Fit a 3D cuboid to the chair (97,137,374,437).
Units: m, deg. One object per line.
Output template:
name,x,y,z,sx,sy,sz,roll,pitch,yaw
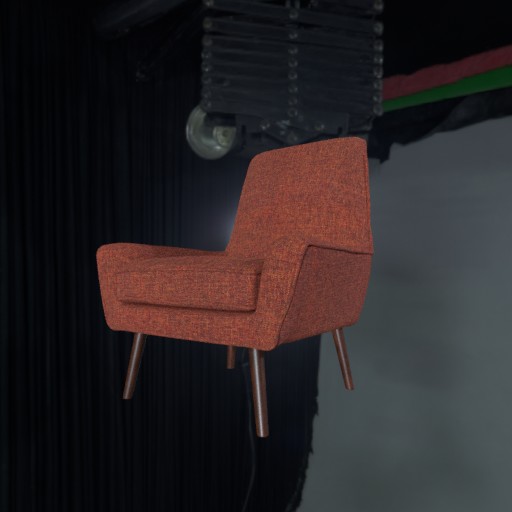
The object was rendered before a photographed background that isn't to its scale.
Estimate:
chair,0.000,0.000,1.536,0.803,0.911,0.784,-1,-2,36
